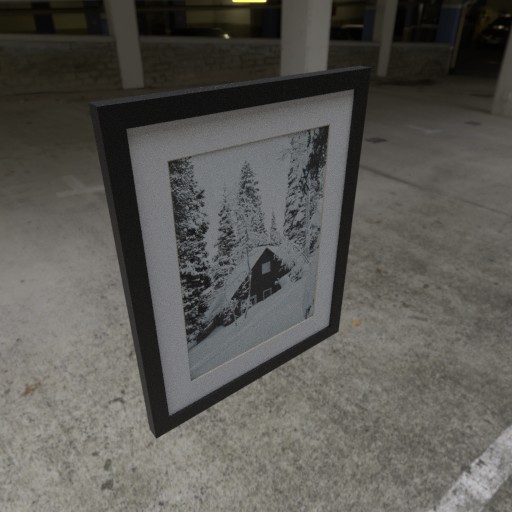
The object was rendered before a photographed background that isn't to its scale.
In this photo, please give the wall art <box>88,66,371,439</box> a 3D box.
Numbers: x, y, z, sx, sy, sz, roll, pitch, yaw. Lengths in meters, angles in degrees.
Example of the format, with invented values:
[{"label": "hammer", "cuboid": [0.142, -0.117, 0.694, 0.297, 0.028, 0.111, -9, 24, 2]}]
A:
[{"label": "wall art", "cuboid": [0.000, 0.000, 0.535, 0.325, 0.397, 0.018, -22, 37, -32]}]
